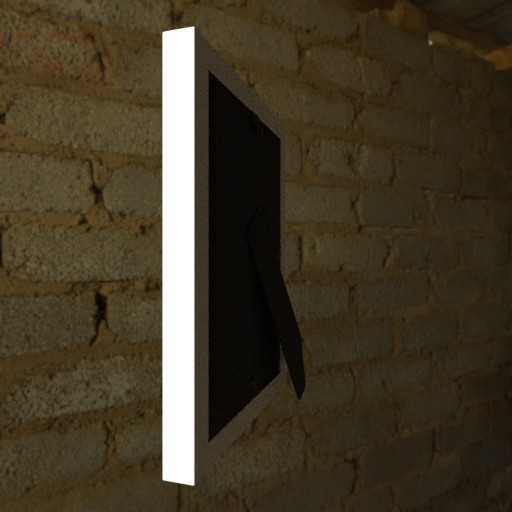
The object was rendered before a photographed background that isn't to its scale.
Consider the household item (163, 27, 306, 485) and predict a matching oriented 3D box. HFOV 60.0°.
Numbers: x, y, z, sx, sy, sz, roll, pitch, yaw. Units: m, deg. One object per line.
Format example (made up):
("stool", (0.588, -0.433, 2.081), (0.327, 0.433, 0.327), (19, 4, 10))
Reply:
("household item", (0.000, 0.000, 0.335), (0.045, 0.250, 0.200), (0, 0, 18))
